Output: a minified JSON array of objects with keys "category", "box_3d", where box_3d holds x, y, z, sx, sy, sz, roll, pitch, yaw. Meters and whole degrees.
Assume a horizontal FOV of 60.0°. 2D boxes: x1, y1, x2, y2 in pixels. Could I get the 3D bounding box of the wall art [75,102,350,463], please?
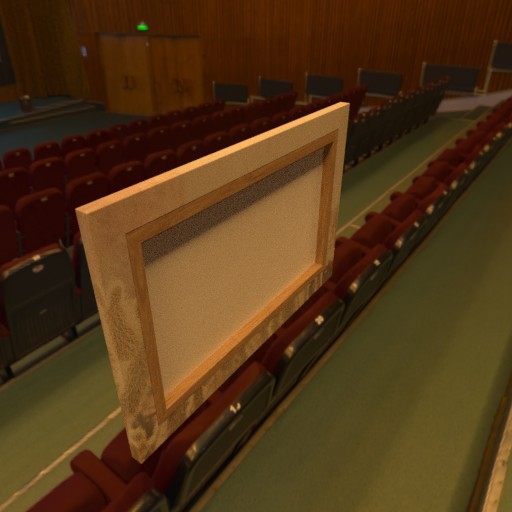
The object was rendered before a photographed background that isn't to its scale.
[{"category":"wall art","box_3d":[0.000,0.000,1.429,0.041,0.758,1.142,20,36,30]}]
